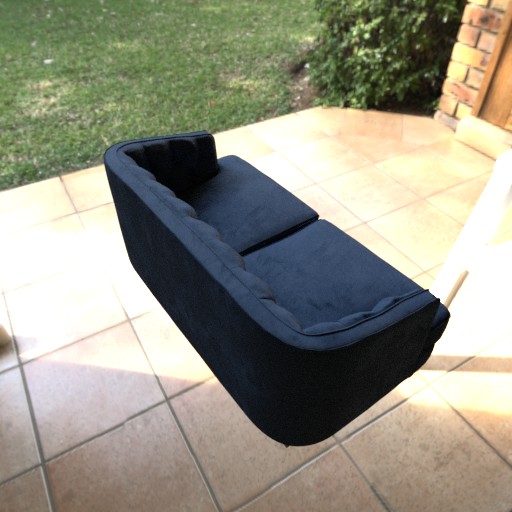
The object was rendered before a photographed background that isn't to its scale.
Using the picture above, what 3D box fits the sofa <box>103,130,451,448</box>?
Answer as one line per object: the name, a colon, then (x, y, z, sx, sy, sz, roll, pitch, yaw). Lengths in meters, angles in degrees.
sofa: (0.000, 0.000, 2.273, 0.941, 0.854, 1.733, -27, 49, -26)
